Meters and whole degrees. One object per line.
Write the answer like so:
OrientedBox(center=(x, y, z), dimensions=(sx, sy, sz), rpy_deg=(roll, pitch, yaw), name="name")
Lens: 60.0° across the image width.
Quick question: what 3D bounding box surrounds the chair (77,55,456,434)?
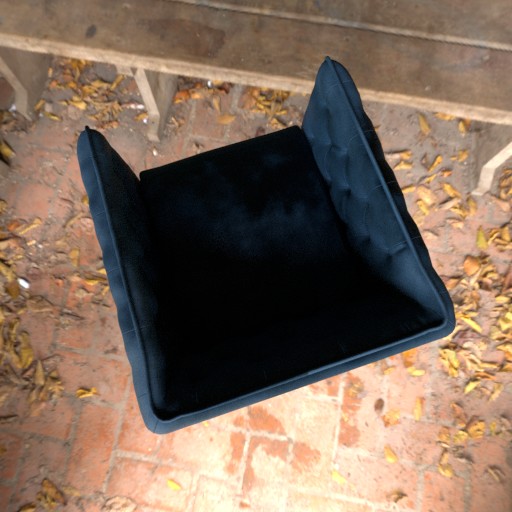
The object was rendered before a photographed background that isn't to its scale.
OrientedBox(center=(0.000, 0.000, 1.543), dimensions=(0.868, 0.771, 0.877), rpy_deg=(-18, 77, -4), name="chair")
